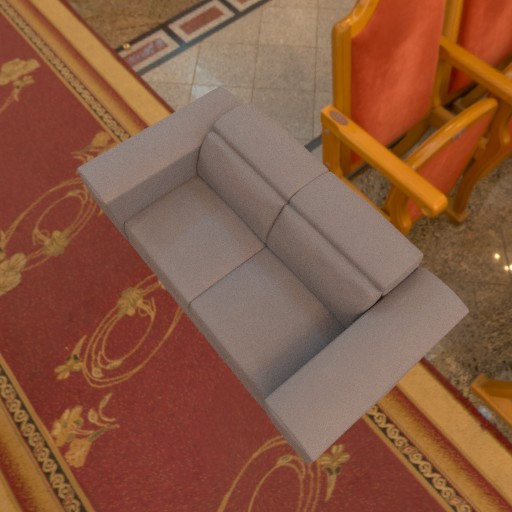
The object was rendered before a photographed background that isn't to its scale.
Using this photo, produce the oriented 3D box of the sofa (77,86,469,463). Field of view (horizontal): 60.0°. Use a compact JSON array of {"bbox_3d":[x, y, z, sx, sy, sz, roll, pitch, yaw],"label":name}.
[{"bbox_3d":[0.000,0.000,2.404,1.003,0.779,1.895,-36,68,-17],"label":"sofa"}]
